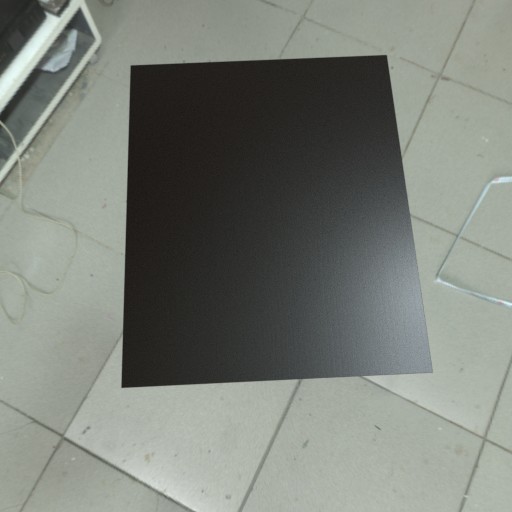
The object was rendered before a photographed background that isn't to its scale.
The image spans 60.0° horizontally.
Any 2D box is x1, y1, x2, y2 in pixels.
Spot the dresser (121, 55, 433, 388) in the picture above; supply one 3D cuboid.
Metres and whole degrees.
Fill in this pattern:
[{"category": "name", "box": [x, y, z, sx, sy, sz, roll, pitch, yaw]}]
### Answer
[{"category": "dresser", "box": [0.000, 0.000, 0.750, 0.360, 0.470, 0.400, -3, 75, -1]}]
